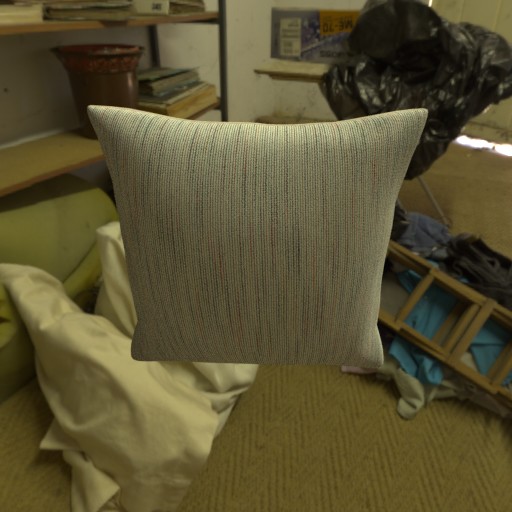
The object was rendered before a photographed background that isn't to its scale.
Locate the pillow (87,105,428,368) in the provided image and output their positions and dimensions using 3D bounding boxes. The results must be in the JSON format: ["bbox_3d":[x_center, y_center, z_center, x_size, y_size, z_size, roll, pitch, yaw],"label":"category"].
[{"bbox_3d":[0.000,0.000,0.778,0.512,0.506,0.178,1,31,2],"label":"pillow"}]
